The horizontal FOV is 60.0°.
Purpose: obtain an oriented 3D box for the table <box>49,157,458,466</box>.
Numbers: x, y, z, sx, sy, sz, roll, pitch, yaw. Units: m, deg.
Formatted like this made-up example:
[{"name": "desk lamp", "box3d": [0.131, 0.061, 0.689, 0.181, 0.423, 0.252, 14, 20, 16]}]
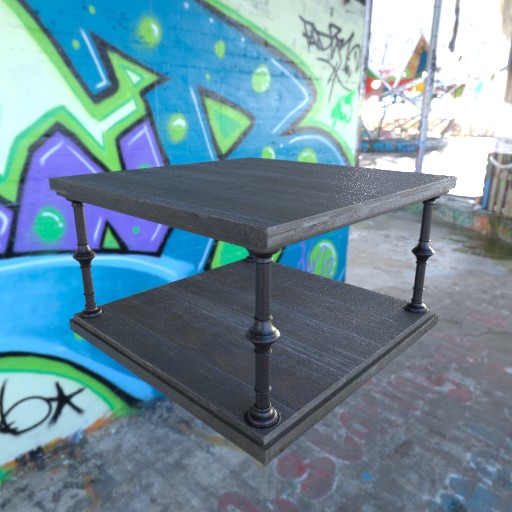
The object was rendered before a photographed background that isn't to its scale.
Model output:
[{"name": "table", "box3d": [0.000, 0.000, 1.128, 0.696, 0.400, 0.696, 16, 24, 41]}]
